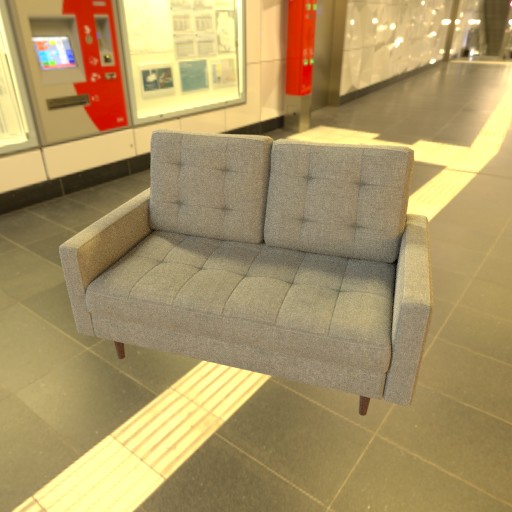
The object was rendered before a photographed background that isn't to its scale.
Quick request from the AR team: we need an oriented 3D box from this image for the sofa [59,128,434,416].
[{"bbox_3d":[0.000,0.000,1.934,1.407,0.907,0.842,8,29,15],"label":"sofa"}]
